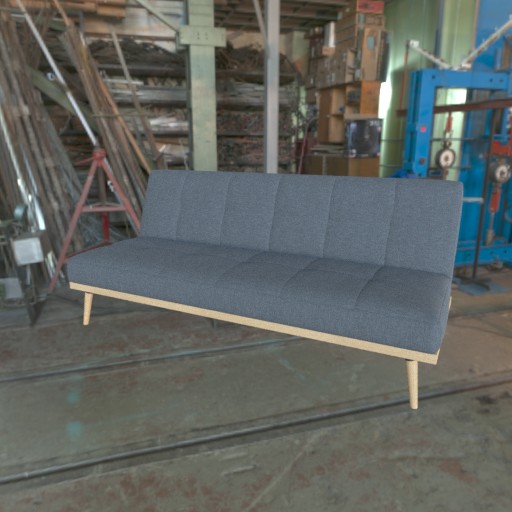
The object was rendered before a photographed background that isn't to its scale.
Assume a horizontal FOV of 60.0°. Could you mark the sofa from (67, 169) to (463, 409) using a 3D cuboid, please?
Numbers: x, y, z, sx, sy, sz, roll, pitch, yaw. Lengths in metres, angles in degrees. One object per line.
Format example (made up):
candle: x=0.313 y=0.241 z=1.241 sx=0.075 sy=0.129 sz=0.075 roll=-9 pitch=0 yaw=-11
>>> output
sofa: x=0.000 y=0.000 z=2.217 sx=1.820 sy=0.770 sz=0.820 roll=7 pitch=16 yaw=26
